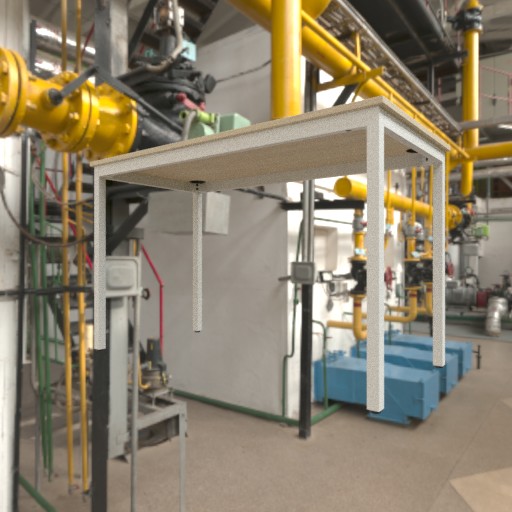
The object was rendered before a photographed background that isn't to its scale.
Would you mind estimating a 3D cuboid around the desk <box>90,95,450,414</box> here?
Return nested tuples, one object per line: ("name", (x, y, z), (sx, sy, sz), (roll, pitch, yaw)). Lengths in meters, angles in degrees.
("desk", (0.000, 0.000, 1.629), (1.200, 0.750, 0.600), (0, 0, 37))
